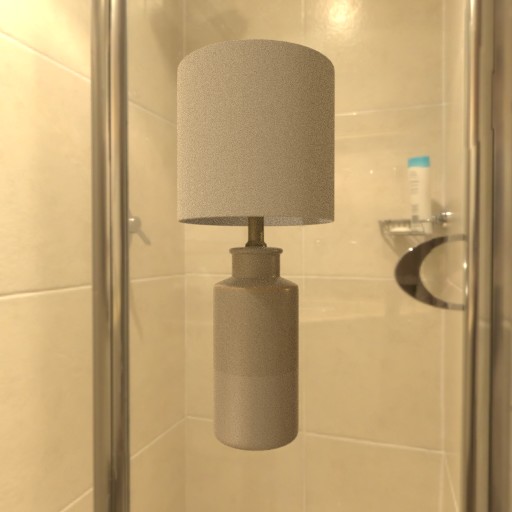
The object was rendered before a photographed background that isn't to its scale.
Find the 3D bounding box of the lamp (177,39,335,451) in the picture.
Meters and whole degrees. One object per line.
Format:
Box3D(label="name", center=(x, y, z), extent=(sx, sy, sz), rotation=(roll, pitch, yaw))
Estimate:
Box3D(label="lamp", center=(0.000, 0.000, 0.609), extent=(0.212, 0.493, 0.212), rotation=(0, 1, -19))
